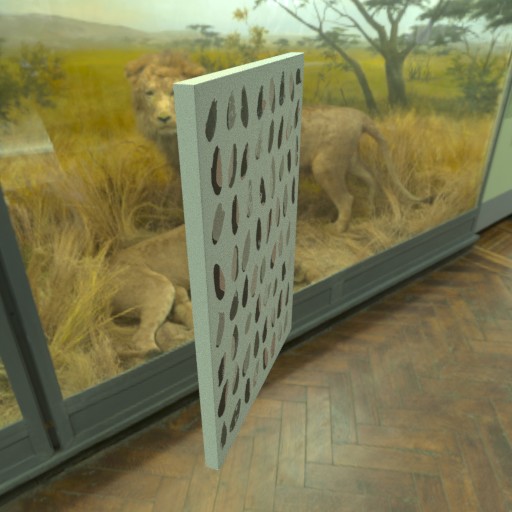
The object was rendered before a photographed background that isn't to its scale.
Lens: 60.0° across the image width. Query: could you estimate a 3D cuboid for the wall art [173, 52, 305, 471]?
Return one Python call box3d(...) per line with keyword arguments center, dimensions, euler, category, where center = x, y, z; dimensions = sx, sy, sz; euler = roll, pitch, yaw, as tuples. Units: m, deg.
box3d(center=(0.000, 0.000, 0.761), dimensions=(0.025, 0.608, 0.405), euler=(11, 31, 19), category="wall art")
